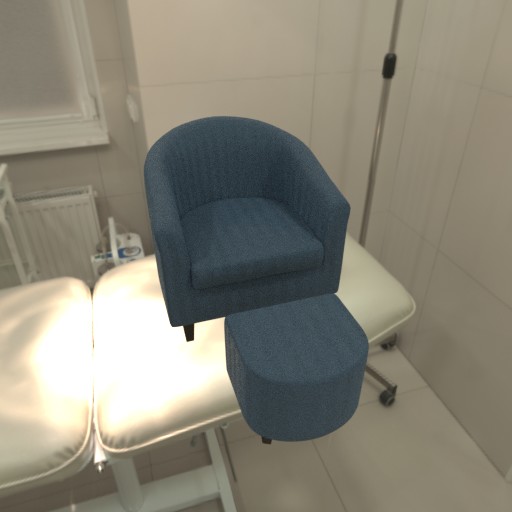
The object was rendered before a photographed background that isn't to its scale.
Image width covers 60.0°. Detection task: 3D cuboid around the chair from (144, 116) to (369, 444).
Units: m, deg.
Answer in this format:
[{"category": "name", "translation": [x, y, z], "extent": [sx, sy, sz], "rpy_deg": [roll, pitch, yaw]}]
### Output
[{"category": "chair", "translation": [0.000, 0.000, 1.750], "extent": [0.756, 0.757, 1.288], "rpy_deg": [-10, 35, -15]}]
